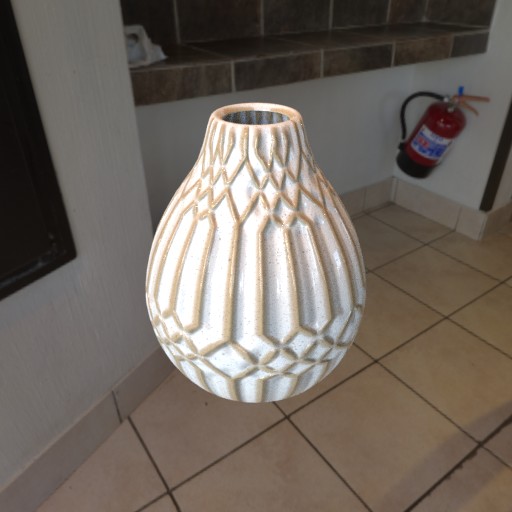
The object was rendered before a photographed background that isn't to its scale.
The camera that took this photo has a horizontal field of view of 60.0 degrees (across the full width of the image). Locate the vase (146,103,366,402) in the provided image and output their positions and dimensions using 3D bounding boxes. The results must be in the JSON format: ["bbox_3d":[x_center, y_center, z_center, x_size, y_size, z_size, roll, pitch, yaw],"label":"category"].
[{"bbox_3d":[0.000,0.000,0.315,0.159,0.200,0.159,0,33,0],"label":"vase"}]
